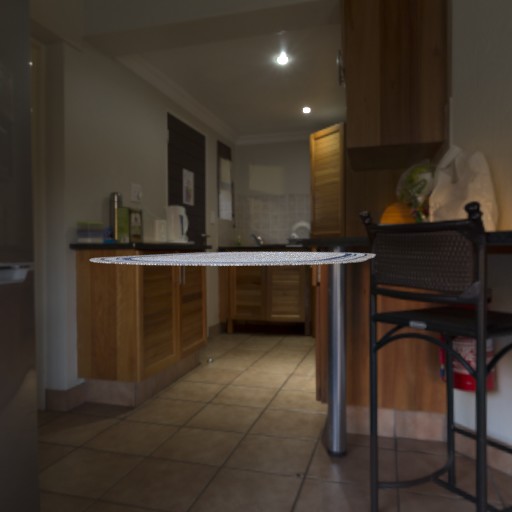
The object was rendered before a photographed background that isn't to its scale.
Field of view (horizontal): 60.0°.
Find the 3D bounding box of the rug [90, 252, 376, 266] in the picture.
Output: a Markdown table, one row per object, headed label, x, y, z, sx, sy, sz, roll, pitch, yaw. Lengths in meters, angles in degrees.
| label | x | y | z | sx | sy | sz | roll | pitch | yaw |
| --- | --- | --- | --- | --- | --- | --- | --- | --- | --- |
| rug | 0.000 | 0.000 | 2.963 | 1.520 | 0.006 | 2.432 | 1 | 2 | 18 |
